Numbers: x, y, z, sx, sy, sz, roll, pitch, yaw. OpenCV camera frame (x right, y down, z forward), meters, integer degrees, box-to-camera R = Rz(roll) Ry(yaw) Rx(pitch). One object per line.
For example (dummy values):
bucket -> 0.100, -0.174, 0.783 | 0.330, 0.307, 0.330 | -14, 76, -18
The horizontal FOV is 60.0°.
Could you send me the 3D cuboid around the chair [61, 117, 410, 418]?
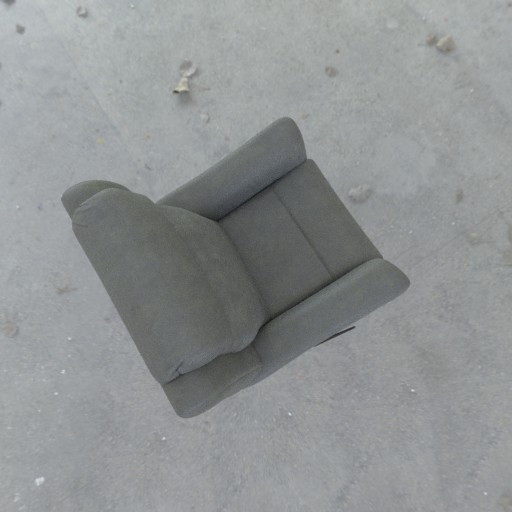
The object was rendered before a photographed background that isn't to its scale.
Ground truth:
chair -> 0.000, 0.000, 1.910 | 1.068, 1.116, 0.967 | -31, 77, -8
